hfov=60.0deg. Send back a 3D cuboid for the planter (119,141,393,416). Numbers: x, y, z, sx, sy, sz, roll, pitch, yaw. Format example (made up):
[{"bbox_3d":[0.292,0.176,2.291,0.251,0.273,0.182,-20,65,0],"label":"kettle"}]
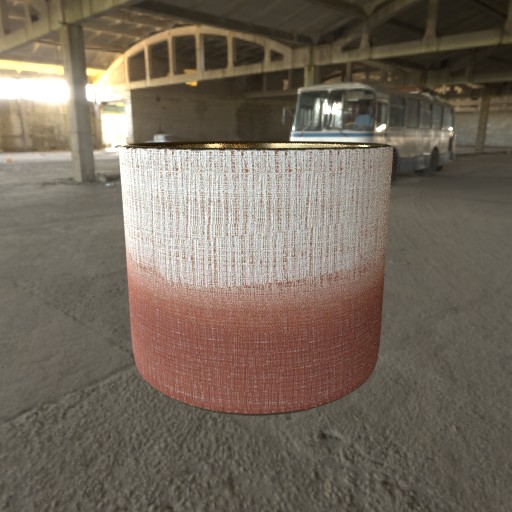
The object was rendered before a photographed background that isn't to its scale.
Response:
[{"bbox_3d":[0.000,0.000,0.449,0.254,0.221,0.254,0,16,0],"label":"planter"}]
